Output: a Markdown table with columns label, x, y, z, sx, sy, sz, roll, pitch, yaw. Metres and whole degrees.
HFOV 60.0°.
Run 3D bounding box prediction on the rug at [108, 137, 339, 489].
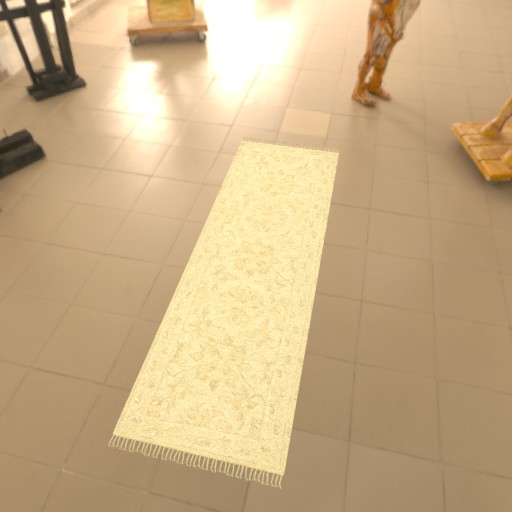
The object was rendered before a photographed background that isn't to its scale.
| label | x | y | z | sx | sy | sz | roll | pitch | yaw |
| --- | --- | --- | --- | --- | --- | --- | --- | --- | --- |
| rug | 0.000 | 0.000 | 2.761 | 0.795 | 0.015 | 2.544 | 9 | 48 | 9 |
